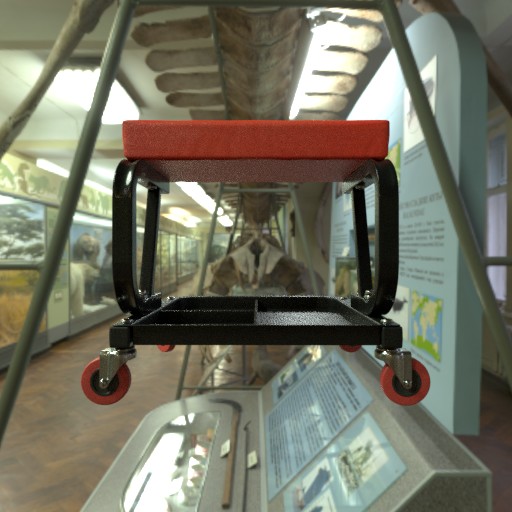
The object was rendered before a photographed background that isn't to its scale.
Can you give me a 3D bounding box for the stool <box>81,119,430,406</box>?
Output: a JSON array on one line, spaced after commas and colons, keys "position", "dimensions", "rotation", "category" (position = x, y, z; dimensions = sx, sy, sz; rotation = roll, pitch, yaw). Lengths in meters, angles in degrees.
[{"position": [0.000, 0.000, 0.732], "dimensions": [0.446, 0.380, 0.371], "rotation": [0, 0, 0], "category": "stool"}]
